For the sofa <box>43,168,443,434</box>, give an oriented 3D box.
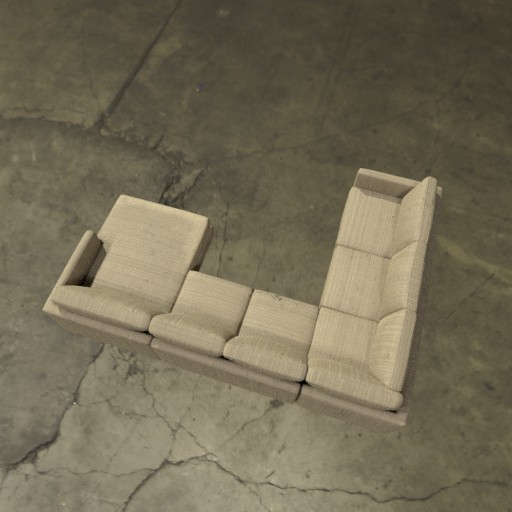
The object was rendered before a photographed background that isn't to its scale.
[{"bbox_3d":[0.000,0.000,4.692,3.460,0.961,2.594,16,64,8],"label":"sofa"}]
